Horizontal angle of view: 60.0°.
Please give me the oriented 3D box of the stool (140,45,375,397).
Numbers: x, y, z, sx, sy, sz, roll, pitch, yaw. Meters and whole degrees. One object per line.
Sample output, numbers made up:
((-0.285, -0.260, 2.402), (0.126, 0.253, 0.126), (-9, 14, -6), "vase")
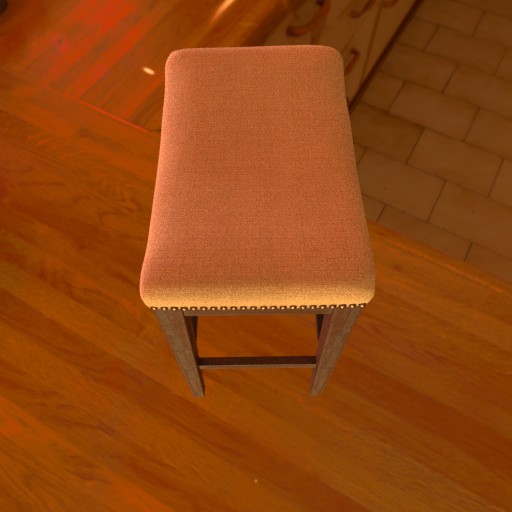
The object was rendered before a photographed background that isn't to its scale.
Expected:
((0.000, 0.000, 1.036), (0.363, 0.768, 0.509), (-1, 63, 0), "stool")
